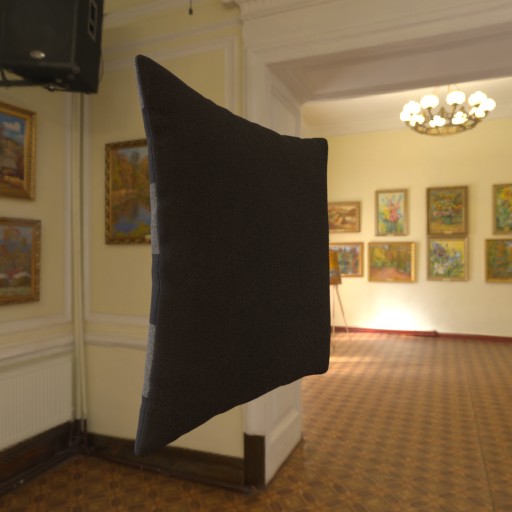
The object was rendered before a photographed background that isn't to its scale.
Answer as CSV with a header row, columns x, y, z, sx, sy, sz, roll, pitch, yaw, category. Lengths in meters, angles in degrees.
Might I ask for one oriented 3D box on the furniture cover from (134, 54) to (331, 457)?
x,y,z,sx,sy,sz,roll,pitch,yaw,category
0.000,0.000,0.761,0.161,0.509,0.511,0,0,36,furniture cover
